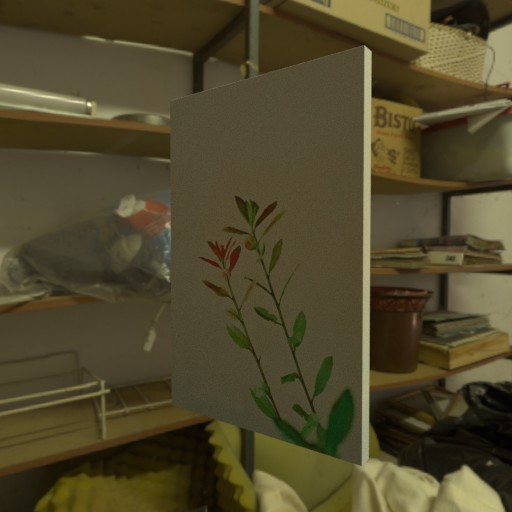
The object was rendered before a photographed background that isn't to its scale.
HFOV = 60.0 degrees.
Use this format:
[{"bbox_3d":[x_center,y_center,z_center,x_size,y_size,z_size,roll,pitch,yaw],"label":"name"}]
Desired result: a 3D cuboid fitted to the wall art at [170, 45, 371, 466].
[{"bbox_3d":[0.000,0.000,1.162,0.612,0.915,0.039,1,2,37],"label":"wall art"}]
